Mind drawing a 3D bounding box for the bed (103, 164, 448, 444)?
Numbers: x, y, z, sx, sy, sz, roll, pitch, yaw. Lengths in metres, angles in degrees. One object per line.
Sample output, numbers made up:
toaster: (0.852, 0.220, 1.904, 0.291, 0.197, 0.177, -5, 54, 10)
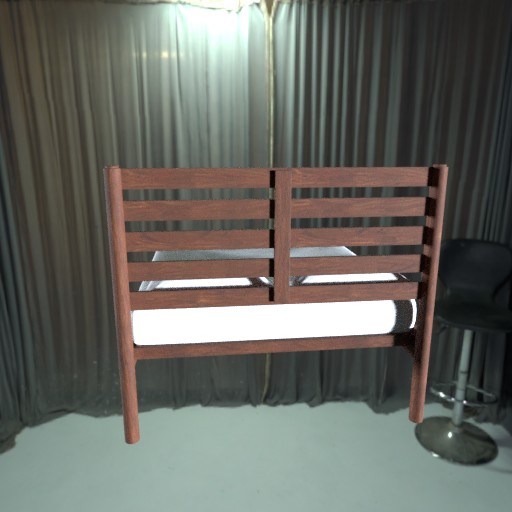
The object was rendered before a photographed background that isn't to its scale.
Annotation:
bed: (0.000, 0.000, 3.051, 1.509, 1.304, 2.093, -2, 14, -6)
